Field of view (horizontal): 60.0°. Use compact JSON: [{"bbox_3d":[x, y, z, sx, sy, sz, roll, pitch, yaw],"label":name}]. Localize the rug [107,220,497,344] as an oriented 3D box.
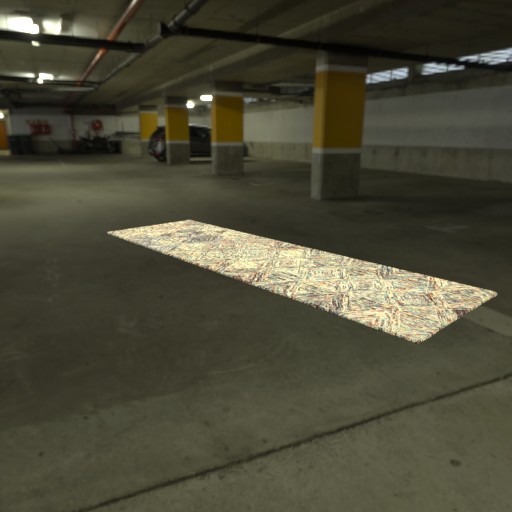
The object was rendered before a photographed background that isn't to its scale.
[{"bbox_3d":[0.000,0.000,2.469,0.688,0.015,2.292,-14,20,-41],"label":"rug"}]
